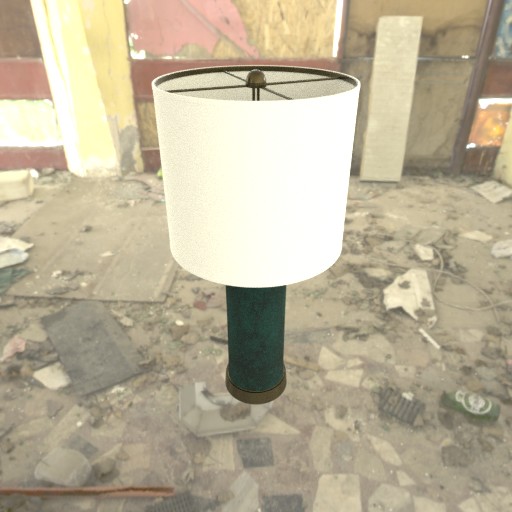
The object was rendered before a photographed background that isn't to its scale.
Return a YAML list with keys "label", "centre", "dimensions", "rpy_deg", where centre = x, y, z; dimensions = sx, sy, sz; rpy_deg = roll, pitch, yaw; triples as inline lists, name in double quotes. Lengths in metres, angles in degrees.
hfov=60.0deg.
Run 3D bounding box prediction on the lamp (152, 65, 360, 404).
- label: "lamp"
  centre: [0.000, 0.000, 0.805]
  dimensions: [0.301, 0.630, 0.301]
  rpy_deg: [11, 33, 18]
